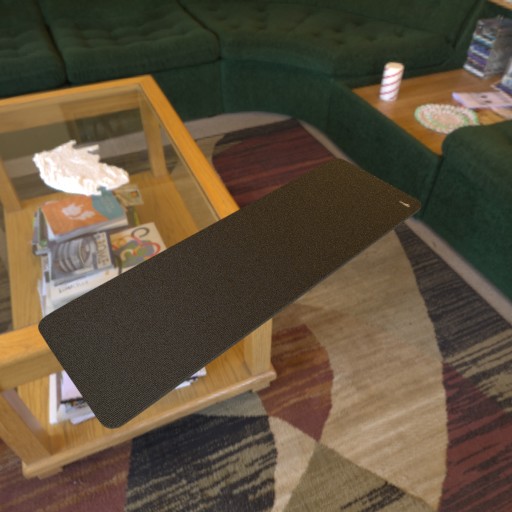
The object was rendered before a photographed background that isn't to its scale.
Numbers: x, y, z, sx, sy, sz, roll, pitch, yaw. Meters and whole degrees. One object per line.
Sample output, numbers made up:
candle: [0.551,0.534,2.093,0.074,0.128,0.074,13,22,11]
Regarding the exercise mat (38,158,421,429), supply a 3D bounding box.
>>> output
exercise mat: [0.000,0.000,2.077,1.869,0.021,0.616,-32,53,-28]
